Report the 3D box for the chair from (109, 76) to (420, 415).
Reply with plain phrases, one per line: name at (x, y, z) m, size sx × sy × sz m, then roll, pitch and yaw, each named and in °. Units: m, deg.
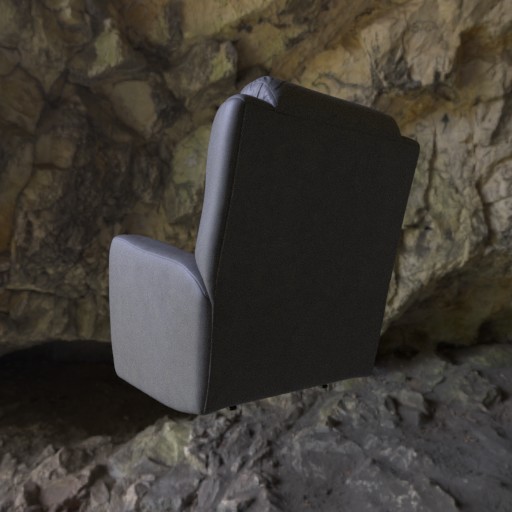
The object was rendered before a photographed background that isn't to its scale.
chair at (0.000, 0.000, 1.897) m, size 0.967 × 1.116 × 1.068 m, roll 0°, pitch 0°, yaw -36°
